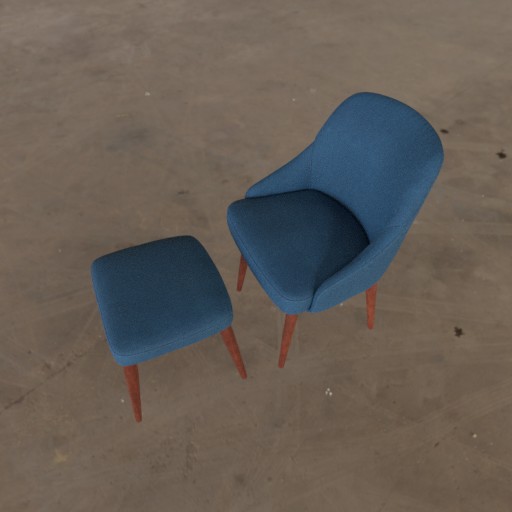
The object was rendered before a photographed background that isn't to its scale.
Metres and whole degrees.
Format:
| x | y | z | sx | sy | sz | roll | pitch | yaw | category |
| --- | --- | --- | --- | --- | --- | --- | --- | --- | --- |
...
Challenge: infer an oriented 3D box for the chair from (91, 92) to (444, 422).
| x | y | z | sx | sy | sz | roll | pitch | yaw | category |
| --- | --- | --- | --- | --- | --- | --- | --- | --- | --- |
| 0.000 | 0.000 | 1.557 | 1.114 | 0.866 | 0.584 | -18 | 49 | -17 | chair |
